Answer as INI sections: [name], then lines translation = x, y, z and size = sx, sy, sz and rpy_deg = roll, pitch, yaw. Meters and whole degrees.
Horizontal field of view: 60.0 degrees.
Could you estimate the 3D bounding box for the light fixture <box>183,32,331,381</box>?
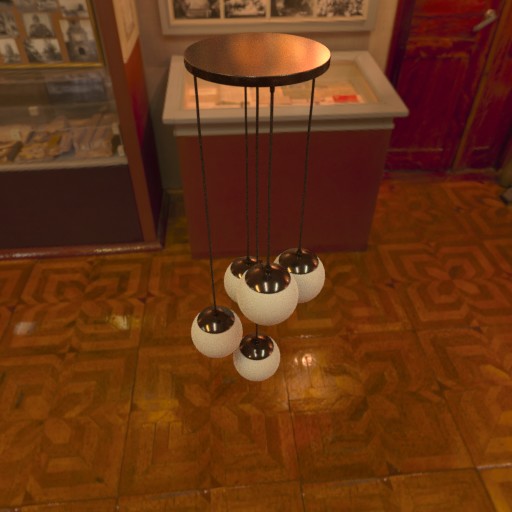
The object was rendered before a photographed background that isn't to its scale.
[light fixture]
translation = 0.000, 0.000, 1.459
size = 0.484, 1.271, 0.489
rpy_deg = -2, 41, -2
